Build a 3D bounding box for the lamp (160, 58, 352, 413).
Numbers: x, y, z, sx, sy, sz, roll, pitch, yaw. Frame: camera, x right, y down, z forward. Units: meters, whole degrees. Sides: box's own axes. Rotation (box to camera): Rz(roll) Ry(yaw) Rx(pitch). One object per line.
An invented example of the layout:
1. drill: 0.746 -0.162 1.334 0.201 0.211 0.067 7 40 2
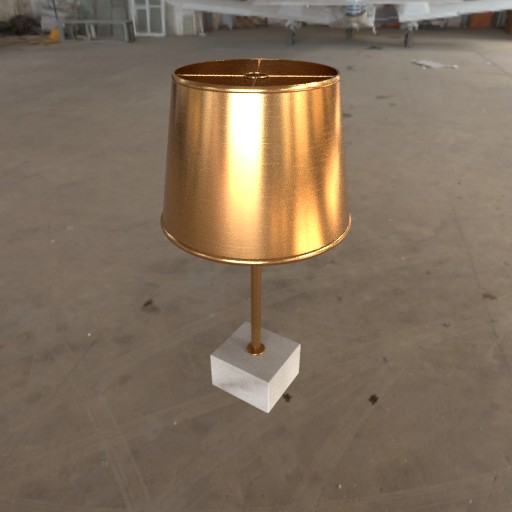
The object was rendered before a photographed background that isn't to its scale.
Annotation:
1. lamp: 0.000 0.000 0.520 0.208 0.406 0.208 0 31 0
